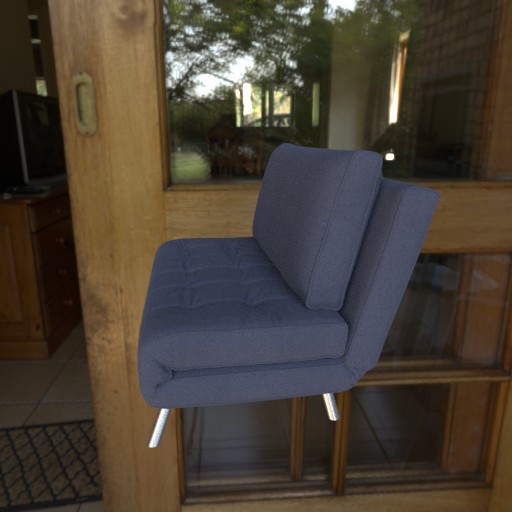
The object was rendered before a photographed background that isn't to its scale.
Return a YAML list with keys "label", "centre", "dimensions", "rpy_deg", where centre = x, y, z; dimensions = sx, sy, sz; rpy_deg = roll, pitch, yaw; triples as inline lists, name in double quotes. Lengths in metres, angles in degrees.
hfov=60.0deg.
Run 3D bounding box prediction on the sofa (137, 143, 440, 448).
- label: "sofa"
  centre: [0.000, 0.000, 1.879]
  dimensions: [0.910, 0.910, 1.220]
  rpy_deg: [-2, 15, -9]
